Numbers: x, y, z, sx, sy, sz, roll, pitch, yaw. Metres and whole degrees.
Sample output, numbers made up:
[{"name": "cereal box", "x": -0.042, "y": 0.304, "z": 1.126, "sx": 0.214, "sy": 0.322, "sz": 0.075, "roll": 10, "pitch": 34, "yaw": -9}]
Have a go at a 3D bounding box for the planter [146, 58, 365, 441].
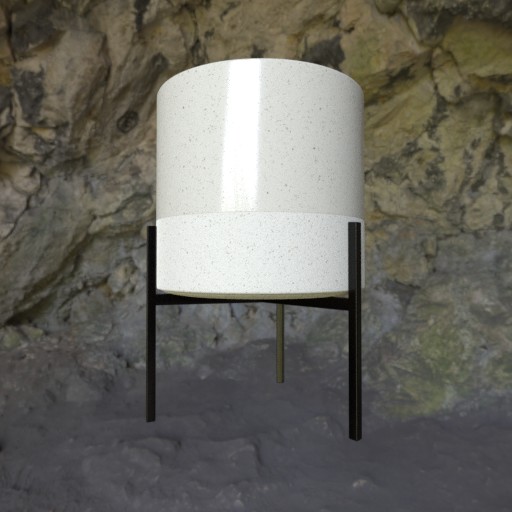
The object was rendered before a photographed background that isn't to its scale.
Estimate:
[{"name": "planter", "x": 0.000, "y": 0.000, "z": 0.331, "sx": 0.159, "sy": 0.230, "sz": 0.152, "roll": 0, "pitch": -1, "yaw": -17}]
